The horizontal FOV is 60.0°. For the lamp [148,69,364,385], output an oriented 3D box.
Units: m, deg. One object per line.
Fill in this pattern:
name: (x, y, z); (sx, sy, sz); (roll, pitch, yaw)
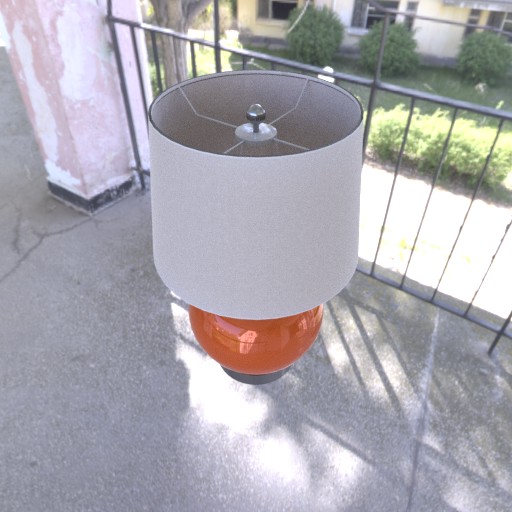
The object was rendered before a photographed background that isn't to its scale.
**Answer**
lamp: (0.000, 0.000, 0.555); (0.247, 0.387, 0.247); (0, 41, 0)
